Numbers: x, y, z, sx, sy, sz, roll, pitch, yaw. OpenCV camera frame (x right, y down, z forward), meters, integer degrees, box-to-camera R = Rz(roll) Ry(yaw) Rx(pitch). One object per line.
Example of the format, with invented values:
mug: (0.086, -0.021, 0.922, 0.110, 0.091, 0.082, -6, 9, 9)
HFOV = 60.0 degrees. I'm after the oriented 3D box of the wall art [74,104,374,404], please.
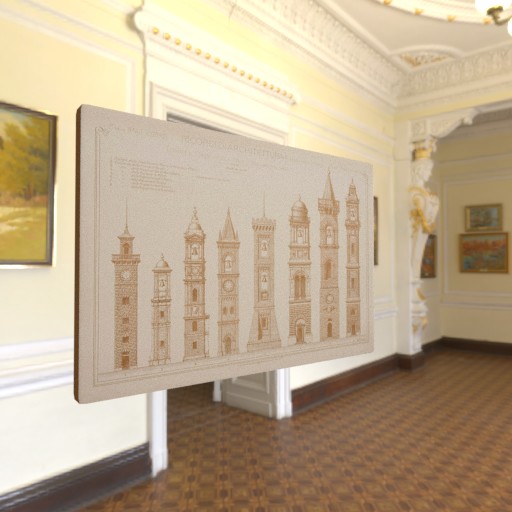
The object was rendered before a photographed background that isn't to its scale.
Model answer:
wall art: (0.000, 0.000, 0.492, 0.380, 0.254, 0.019, 1, -1, -36)
